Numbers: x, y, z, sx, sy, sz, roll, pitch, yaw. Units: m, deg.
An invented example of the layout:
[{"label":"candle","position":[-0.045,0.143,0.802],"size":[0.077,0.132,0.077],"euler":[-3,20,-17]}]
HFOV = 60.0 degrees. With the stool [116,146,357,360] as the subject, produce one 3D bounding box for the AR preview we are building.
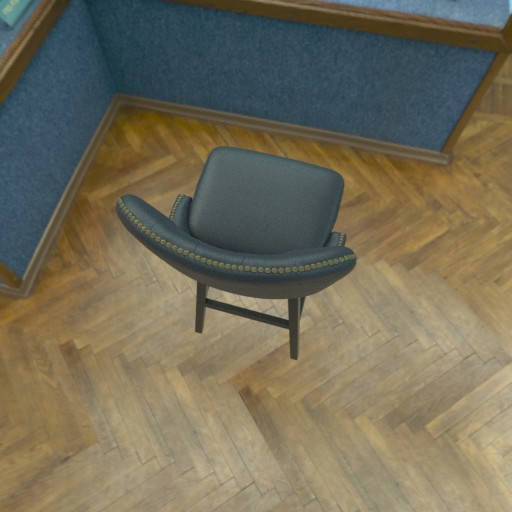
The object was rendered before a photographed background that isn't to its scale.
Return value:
[{"label":"stool","position":[0.000,0.000,1.430],"size":[0.528,1.050,0.601],"euler":[14,65,7]}]
